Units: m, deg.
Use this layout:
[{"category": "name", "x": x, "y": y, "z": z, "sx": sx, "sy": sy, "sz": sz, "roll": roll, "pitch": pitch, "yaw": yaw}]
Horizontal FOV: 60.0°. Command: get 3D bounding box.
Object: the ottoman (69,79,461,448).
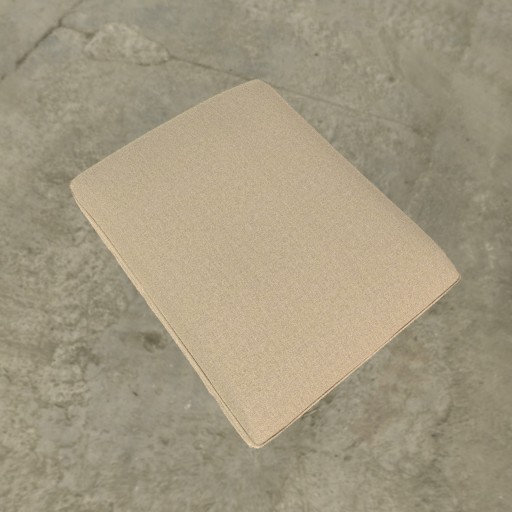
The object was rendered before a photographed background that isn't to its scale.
[{"category": "ottoman", "x": 0.000, "y": 0.000, "z": 1.047, "sx": 0.541, "sy": 0.463, "sz": 0.684, "roll": -34, "pitch": 70, "yaw": -15}]
